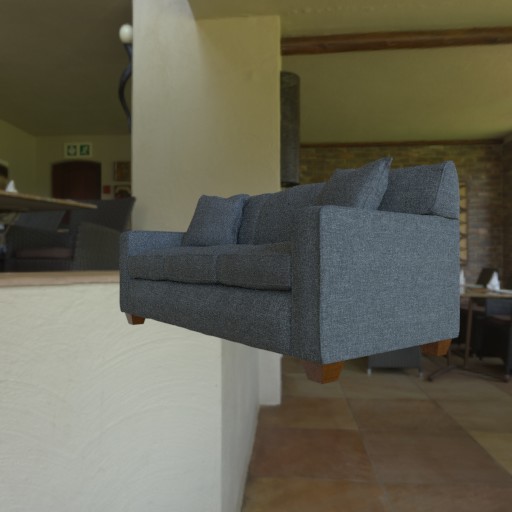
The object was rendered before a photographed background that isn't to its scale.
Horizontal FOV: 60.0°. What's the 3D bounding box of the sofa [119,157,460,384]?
[{"bbox_3d":[0.000,0.000,2.640,0.997,0.958,2.024,0,0,-37],"label":"sofa"}]
